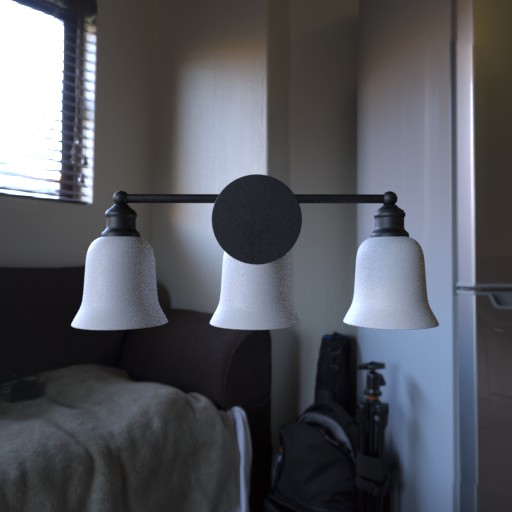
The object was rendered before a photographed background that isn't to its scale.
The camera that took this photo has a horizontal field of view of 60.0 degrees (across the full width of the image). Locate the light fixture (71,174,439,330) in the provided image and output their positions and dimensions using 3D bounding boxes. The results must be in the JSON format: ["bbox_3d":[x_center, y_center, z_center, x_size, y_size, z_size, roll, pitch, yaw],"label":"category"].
[{"bbox_3d":[0.000,0.000,0.675,0.570,0.211,0.198,0,-1,-1],"label":"light fixture"}]
